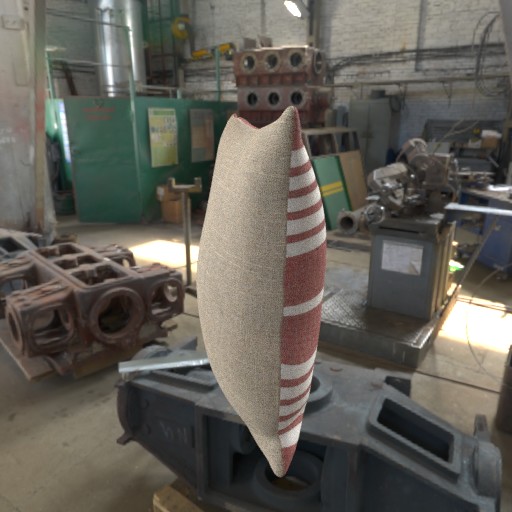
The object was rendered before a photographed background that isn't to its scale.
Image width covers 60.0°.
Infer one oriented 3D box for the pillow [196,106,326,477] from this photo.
[{"bbox_3d":[0.000,0.000,0.675,0.182,0.427,0.439,-3,18,-10],"label":"pillow"}]
